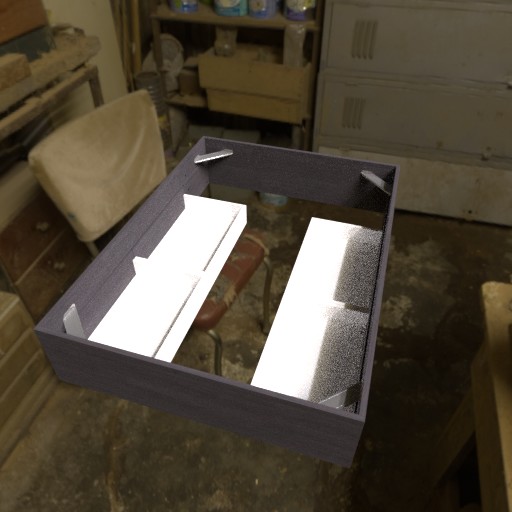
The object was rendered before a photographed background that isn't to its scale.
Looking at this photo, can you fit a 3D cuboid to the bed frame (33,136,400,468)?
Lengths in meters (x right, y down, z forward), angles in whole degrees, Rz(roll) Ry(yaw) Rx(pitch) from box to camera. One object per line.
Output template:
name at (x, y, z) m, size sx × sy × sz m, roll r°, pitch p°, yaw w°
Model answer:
bed frame at (0.000, 0.000, 2.616) m, size 1.448 × 0.459 × 1.944 m, roll 12°, pitch 43°, yaw 13°
